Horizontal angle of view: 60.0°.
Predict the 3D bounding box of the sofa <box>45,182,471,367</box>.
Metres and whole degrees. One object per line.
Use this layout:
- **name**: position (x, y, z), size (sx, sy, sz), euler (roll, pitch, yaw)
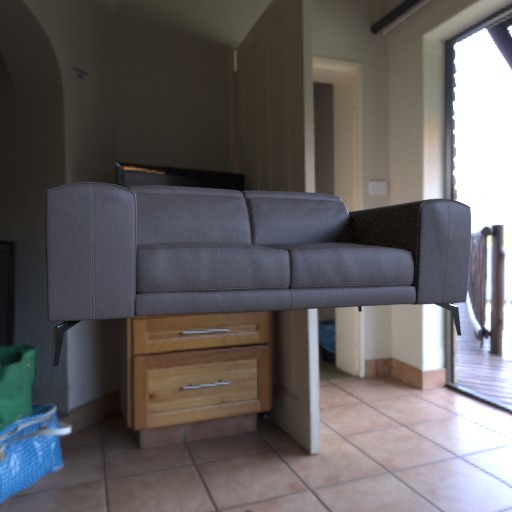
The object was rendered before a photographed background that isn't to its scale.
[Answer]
- **sofa**: position (0.000, 0.000, 2.293), size (1.895, 0.779, 1.003), euler (0, 1, -19)
